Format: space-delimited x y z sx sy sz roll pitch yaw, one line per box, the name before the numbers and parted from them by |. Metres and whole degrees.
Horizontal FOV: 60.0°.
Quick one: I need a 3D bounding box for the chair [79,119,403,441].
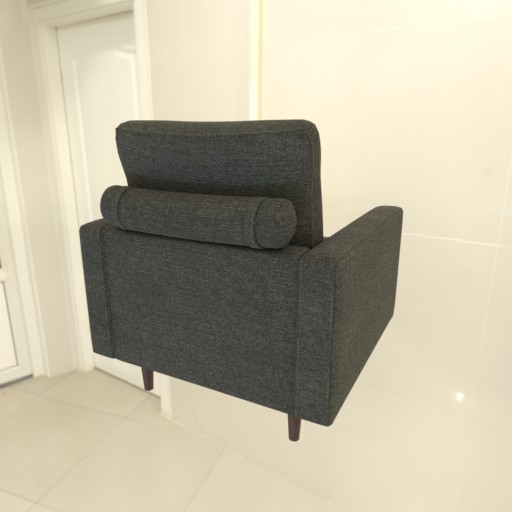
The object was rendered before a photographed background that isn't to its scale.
chair | 0.000 0.000 1.506 0.821 0.880 0.843 9 19 27
